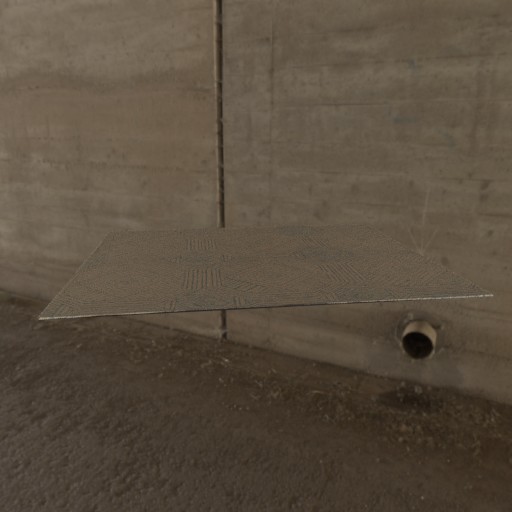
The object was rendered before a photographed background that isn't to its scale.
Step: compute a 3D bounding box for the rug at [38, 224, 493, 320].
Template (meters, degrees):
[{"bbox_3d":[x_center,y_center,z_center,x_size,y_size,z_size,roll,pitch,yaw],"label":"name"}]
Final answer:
[{"bbox_3d":[0.000,0.000,4.092,3.049,0.015,2.457,-2,16,-7],"label":"rug"}]
